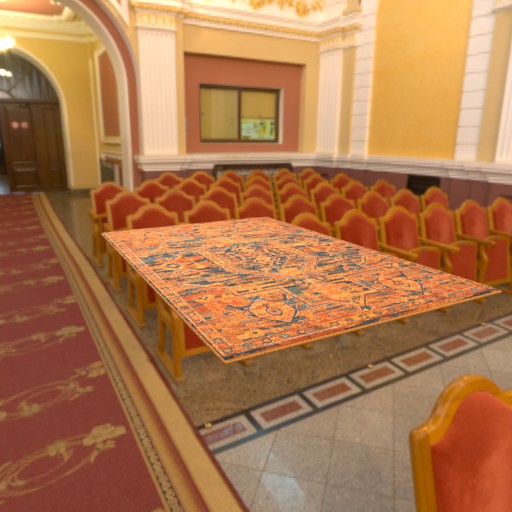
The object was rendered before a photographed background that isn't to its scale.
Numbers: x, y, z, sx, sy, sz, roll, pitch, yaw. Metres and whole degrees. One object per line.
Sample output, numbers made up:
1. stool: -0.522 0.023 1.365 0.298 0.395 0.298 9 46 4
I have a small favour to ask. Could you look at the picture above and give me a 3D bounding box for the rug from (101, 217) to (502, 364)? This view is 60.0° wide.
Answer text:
1. rug: 0.000 0.000 1.048 0.557 0.008 0.863 -8 17 -27
